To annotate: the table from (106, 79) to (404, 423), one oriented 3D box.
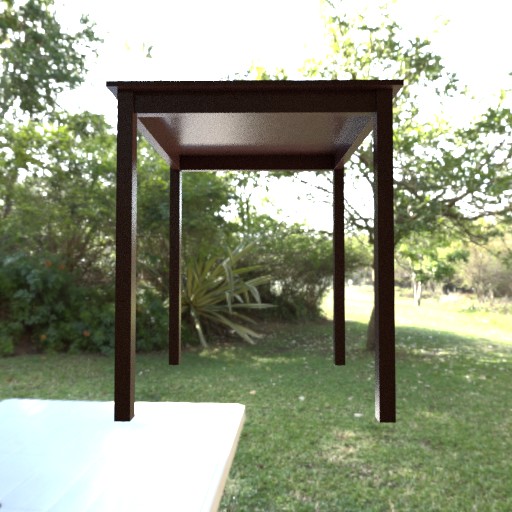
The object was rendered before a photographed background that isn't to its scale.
[{"bbox_3d":[0.000,0.000,1.695,0.861,0.991,0.861,0,-2,1],"label":"table"}]
